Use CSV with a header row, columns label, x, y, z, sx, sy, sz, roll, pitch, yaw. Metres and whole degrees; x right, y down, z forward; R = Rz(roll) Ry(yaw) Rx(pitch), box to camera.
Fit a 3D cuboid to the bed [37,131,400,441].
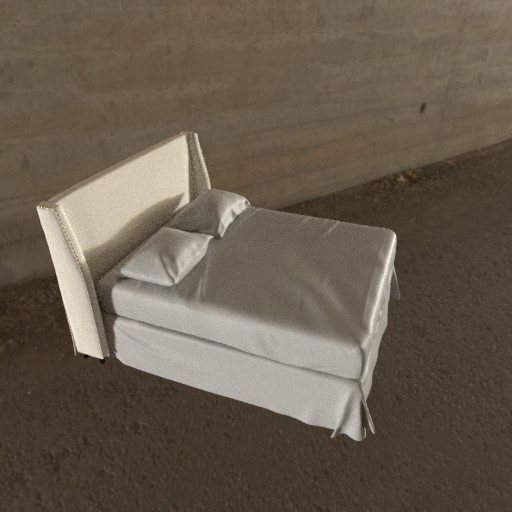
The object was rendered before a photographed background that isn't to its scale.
label,x,y,z,sx,sy,sz,roll,pitch,yaw
bed,0.000,0.000,3.528,2.276,1.332,1.925,11,33,18
